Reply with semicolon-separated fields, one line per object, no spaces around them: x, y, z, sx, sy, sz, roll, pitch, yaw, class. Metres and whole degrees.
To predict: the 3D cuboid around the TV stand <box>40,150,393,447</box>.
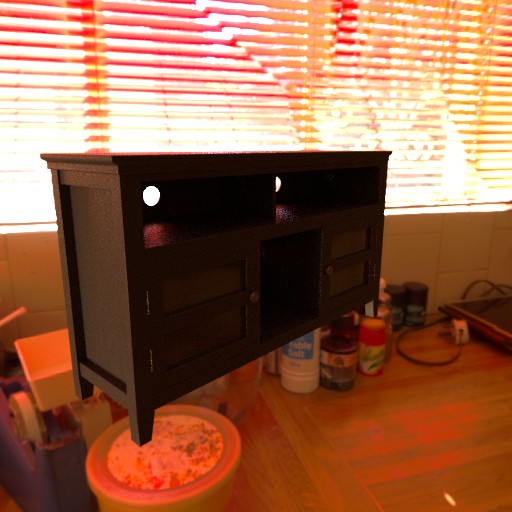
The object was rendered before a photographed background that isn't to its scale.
0.000;0.000;1.487;0.347;0.681;1.198;13;19;41;TV stand
